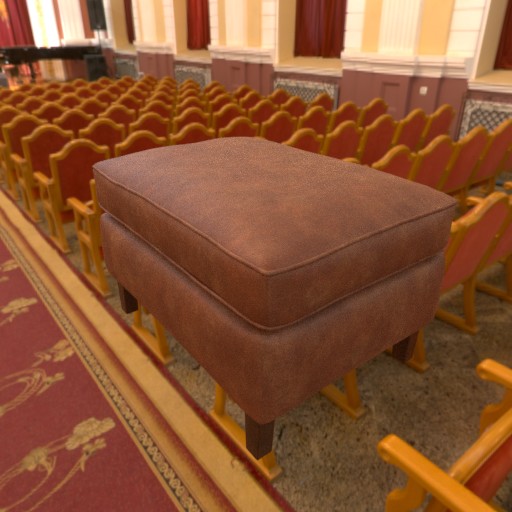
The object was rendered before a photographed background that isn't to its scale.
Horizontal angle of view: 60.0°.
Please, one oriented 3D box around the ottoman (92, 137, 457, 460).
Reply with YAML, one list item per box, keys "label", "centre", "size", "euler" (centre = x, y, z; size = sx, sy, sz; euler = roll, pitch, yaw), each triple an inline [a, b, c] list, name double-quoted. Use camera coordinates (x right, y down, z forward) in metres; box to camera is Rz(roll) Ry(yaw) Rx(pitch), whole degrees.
- label: "ottoman"
  centre: [0.000, 0.000, 0.983]
  size: [0.501, 0.418, 0.665]
  euler: [-19, 32, -33]
